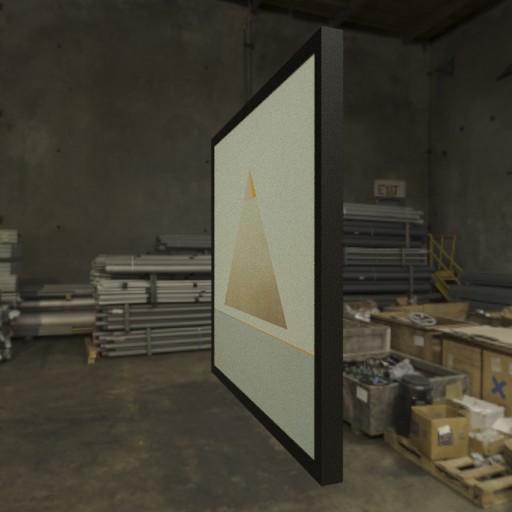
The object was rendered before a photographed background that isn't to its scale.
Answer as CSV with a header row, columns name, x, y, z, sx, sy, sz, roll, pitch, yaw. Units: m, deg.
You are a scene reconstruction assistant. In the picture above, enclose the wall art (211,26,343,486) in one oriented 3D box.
name,x,y,z,sx,sy,sz,roll,pitch,yaw
wall art,0.000,0.000,1.106,0.042,0.766,0.769,0,0,-20
